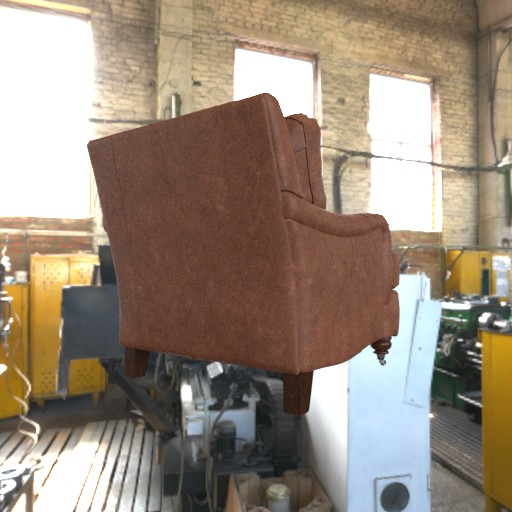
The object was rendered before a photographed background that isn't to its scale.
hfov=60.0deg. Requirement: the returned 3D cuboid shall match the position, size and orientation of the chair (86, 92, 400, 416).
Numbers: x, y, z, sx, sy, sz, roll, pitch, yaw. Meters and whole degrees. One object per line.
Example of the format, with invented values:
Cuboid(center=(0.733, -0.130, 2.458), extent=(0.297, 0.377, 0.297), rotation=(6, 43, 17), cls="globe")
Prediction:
Cuboid(center=(0.000, 0.000, 1.988), extent=(0.986, 1.055, 1.158), rotation=(-1, -2, 36), cls="chair")
